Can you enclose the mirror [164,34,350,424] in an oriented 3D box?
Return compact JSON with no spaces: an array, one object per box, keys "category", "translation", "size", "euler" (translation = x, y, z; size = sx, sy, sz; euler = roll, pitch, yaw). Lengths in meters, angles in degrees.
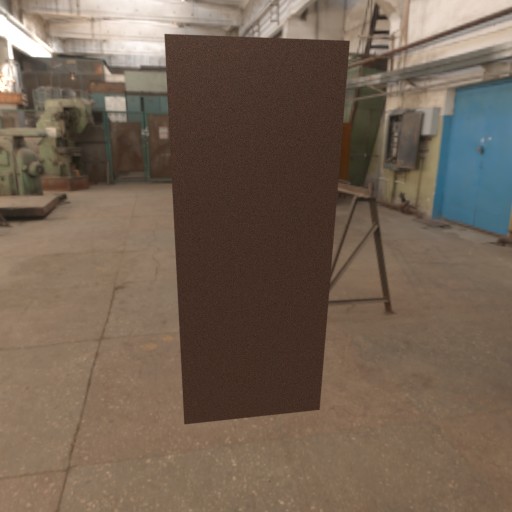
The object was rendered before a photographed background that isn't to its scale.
[{"category":"mirror","translation":[0.000,0.000,2.282],"size":[0.812,2.020,0.221],"euler":[-3,16,-10]}]
